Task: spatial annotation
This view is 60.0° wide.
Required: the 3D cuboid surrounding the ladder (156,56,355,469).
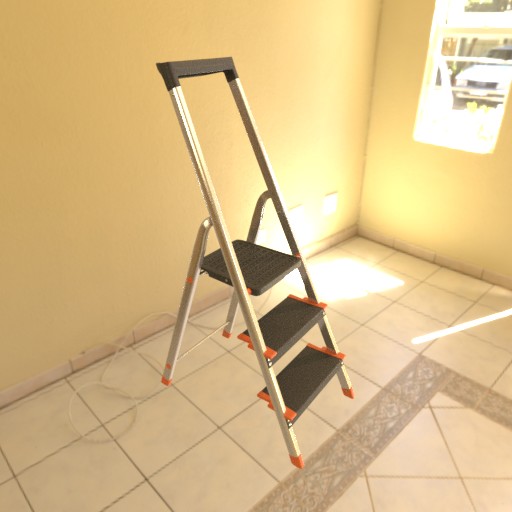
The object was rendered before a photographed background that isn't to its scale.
[{"bbox_3d":[0.000,0.000,1.529,0.686,1.229,0.416,19,33,32],"label":"ladder"}]
